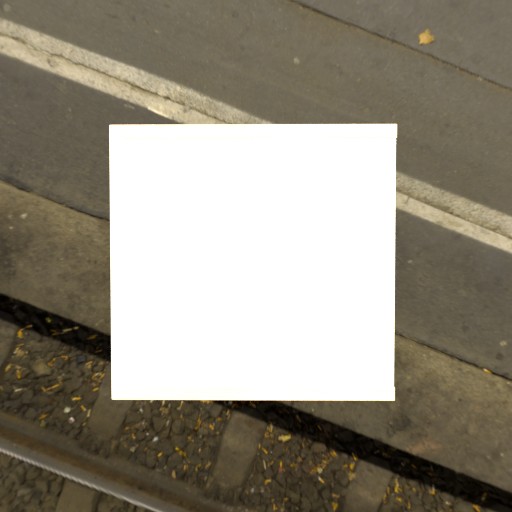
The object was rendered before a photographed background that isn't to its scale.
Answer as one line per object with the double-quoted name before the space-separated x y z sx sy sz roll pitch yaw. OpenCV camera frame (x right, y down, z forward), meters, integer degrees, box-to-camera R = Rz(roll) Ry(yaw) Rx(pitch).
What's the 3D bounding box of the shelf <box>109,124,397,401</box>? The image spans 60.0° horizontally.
"shelf" 0.000 0.000 0.758 0.297 0.594 0.290 0 92 1
